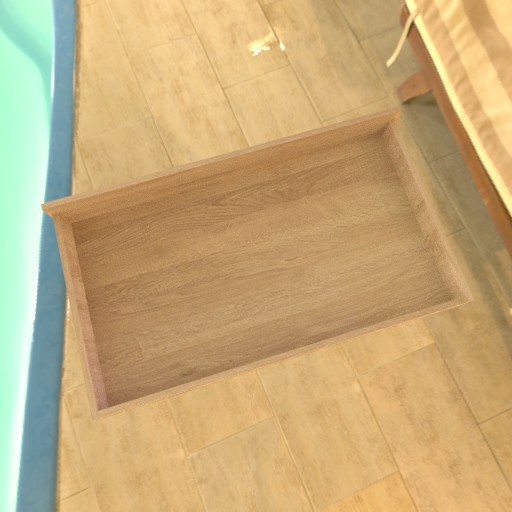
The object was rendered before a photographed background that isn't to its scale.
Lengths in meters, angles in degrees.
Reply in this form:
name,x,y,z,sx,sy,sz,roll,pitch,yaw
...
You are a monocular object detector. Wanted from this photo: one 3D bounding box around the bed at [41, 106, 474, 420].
name,x,y,z,sx,sy,sz,roll,pitch,yaw
bed,0.000,0.000,1.443,1.200,0.209,0.685,-16,75,-4
